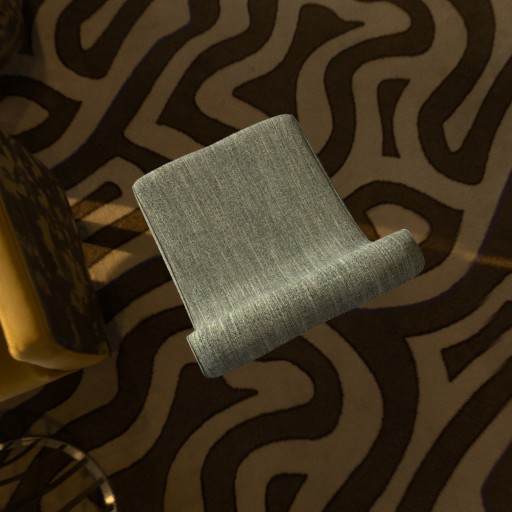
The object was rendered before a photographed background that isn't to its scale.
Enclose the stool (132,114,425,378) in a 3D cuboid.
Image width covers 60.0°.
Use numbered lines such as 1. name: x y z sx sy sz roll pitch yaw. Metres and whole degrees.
1. stool: 0.000 0.000 1.237 0.426 0.965 0.499 -26 78 -6
